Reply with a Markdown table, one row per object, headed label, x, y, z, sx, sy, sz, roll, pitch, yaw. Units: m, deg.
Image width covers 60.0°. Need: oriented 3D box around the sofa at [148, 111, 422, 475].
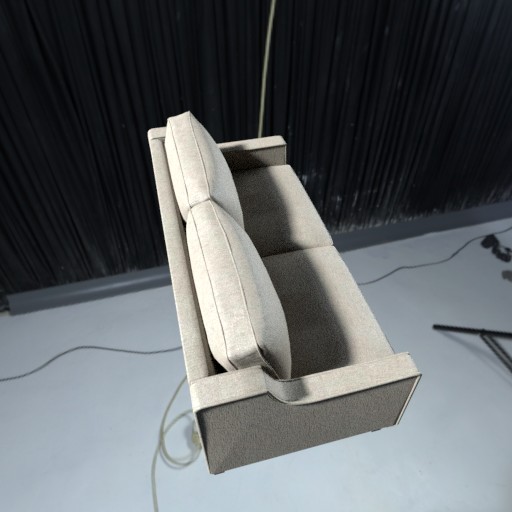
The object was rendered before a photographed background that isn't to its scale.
| label | x | y | z | sx | sy | sz | roll | pitch | yaw |
| --- | --- | --- | --- | --- | --- | --- | --- | --- | --- |
| sofa | 0.000 | 0.000 | 2.782 | 1.073 | 1.074 | 2.181 | -11 | 46 | -10 |
